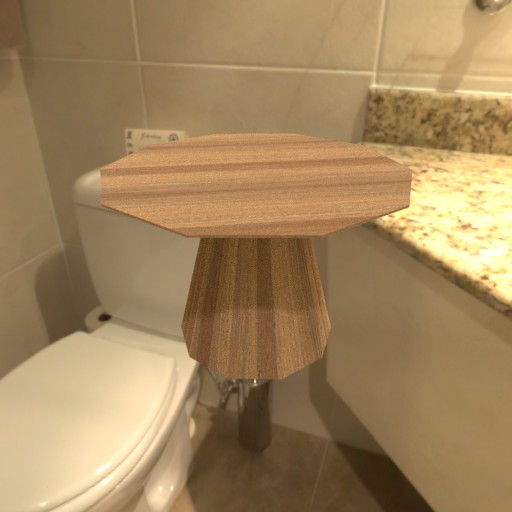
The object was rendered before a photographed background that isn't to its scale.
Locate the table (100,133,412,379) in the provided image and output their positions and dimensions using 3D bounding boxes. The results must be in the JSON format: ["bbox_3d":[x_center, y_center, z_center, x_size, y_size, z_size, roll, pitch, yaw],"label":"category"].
[{"bbox_3d":[0.000,0.000,1.866,1.186,0.752,1.186,0,29,0],"label":"table"}]
